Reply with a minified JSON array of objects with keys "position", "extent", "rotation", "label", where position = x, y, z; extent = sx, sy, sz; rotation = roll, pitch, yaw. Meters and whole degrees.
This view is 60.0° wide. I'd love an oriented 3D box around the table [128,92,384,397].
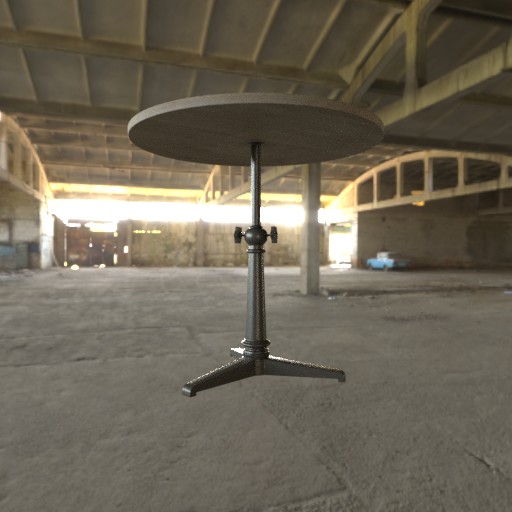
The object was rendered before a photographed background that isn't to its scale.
[{"position":[0.000,0.000,1.445],"extent":[0.800,0.780,0.800],"rotation":[0,1,0],"label":"table"}]
